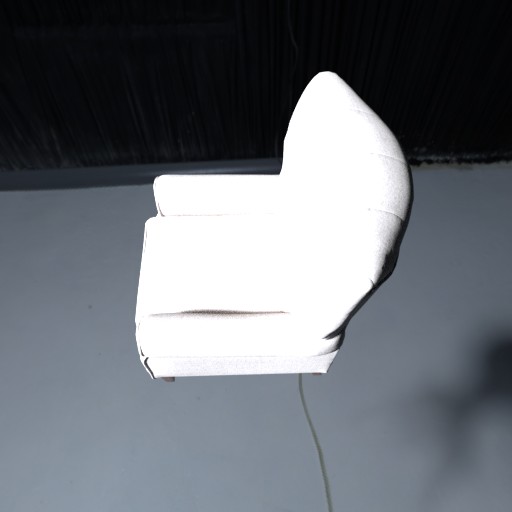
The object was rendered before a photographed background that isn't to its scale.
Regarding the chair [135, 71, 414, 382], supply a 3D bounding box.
[{"bbox_3d":[0.000,0.000,1.888,1.025,1.209,0.942,-1,58,-1],"label":"chair"}]
